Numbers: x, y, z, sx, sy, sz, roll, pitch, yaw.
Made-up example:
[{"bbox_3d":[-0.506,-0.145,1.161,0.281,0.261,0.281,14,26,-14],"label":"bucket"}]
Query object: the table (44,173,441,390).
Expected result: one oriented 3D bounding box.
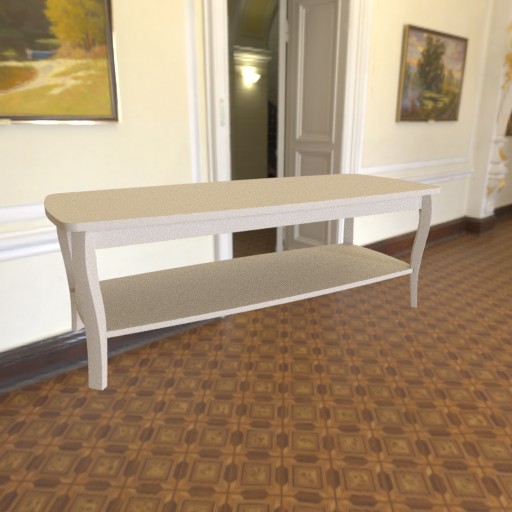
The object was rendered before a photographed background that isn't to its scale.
[{"bbox_3d":[0.000,0.000,1.603,1.334,0.474,0.561,-9,19,-27],"label":"table"}]
